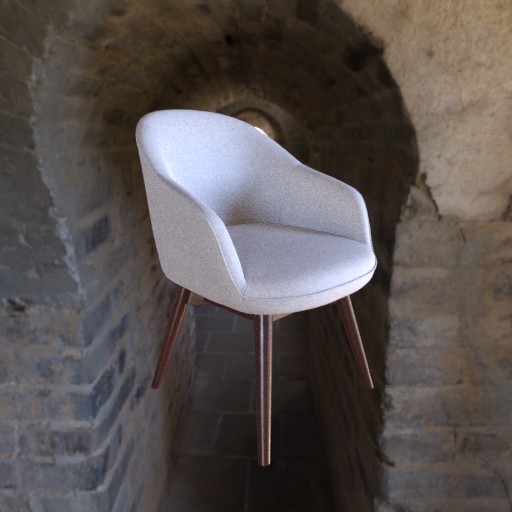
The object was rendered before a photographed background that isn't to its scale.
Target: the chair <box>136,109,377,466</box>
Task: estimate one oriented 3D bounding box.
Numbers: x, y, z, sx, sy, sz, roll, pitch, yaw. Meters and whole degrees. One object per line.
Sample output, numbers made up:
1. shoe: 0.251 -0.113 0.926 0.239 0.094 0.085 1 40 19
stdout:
1. chair: 0.000 0.000 1.273 0.635 0.823 0.596 15 21 43
